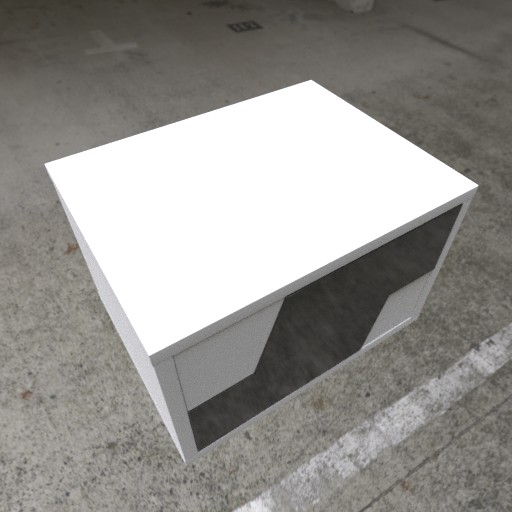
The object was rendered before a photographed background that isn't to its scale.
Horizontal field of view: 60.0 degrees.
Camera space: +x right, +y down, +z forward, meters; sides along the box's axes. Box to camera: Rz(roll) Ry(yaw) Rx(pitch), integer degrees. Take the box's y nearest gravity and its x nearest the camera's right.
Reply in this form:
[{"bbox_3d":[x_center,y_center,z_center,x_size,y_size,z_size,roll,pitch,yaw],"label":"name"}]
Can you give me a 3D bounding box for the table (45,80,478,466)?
[{"bbox_3d":[0.000,0.000,0.793,0.517,0.357,0.399,-25,52,-22],"label":"table"}]
